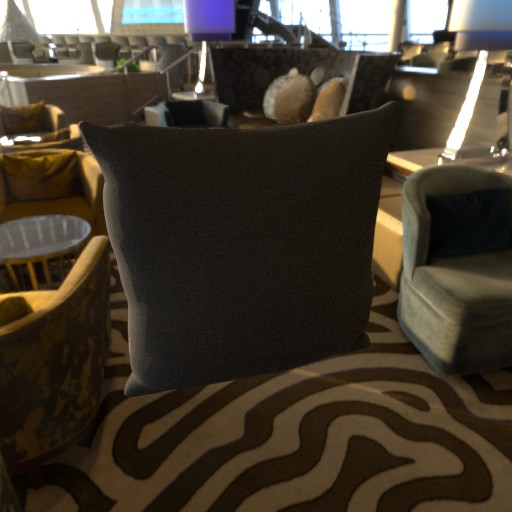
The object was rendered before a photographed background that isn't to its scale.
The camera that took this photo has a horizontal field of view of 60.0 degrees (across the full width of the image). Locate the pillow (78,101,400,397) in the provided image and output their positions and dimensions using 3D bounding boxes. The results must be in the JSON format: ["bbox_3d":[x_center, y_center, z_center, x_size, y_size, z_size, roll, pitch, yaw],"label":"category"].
[{"bbox_3d":[0.000,0.000,0.768,0.503,0.496,0.208,-8,28,-15],"label":"pillow"}]
